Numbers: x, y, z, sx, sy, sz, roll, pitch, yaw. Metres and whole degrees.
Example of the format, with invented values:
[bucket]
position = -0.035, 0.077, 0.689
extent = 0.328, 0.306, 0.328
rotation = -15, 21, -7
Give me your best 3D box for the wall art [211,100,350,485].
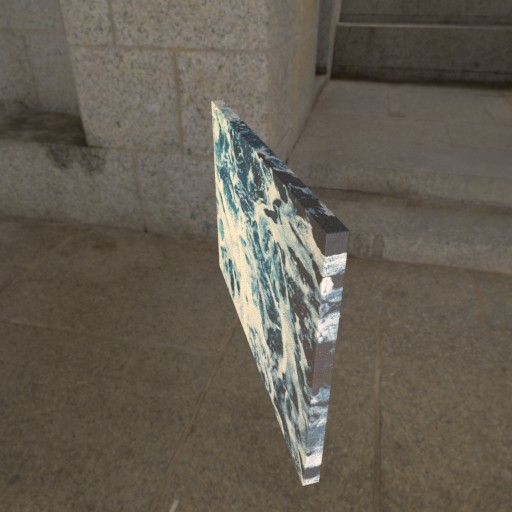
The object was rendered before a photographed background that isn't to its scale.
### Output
[wall art]
position = 0.000, 0.000, 1.169
extent = 0.042, 0.610, 0.915
rotation = -8, 32, -13
